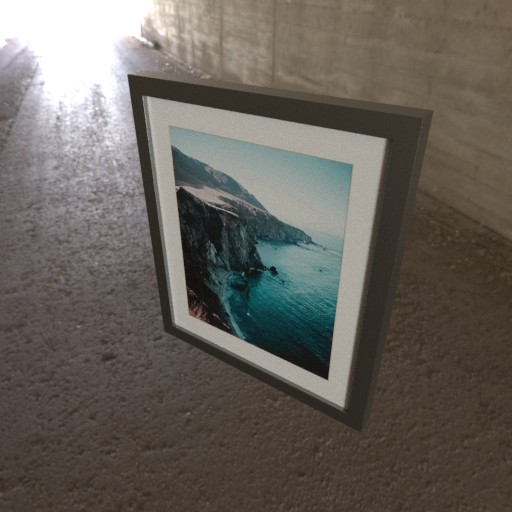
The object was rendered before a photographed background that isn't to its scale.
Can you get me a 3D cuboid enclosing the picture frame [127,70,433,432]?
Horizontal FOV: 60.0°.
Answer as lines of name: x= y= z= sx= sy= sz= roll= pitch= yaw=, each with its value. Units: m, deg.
picture frame: x=0.000 y=0.000 z=1.347 sx=0.839 sy=0.968 sz=0.073 roll=20 pitch=37 yaw=28
